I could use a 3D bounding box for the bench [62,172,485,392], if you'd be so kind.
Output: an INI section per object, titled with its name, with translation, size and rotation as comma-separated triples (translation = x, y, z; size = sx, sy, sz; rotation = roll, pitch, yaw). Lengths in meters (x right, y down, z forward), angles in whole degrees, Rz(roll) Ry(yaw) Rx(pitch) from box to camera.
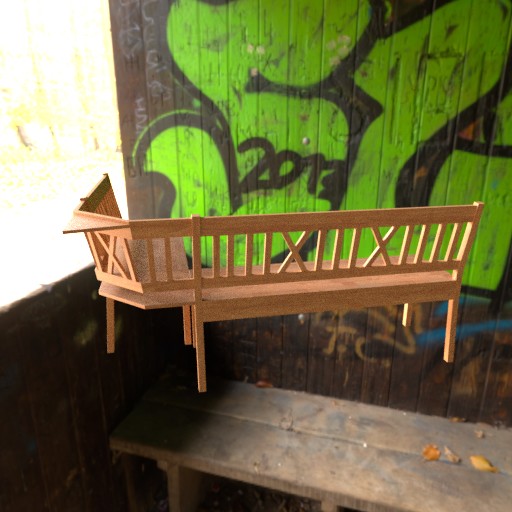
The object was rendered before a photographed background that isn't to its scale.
[bench]
translation = 0.000, 0.000, 2.804
size = 1.937, 0.902, 1.537
rotation = -4, 18, -11
